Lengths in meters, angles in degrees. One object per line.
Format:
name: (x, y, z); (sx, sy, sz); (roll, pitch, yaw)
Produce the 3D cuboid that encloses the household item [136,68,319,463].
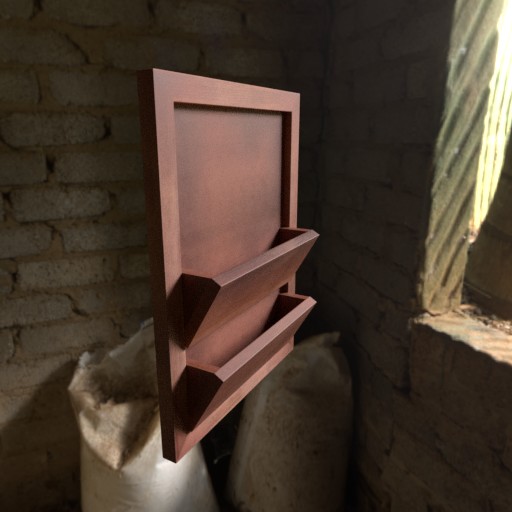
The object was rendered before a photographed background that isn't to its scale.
household item: (0.000, 0.000, 0.558); (0.067, 0.407, 0.310); (9, 18, 28)
